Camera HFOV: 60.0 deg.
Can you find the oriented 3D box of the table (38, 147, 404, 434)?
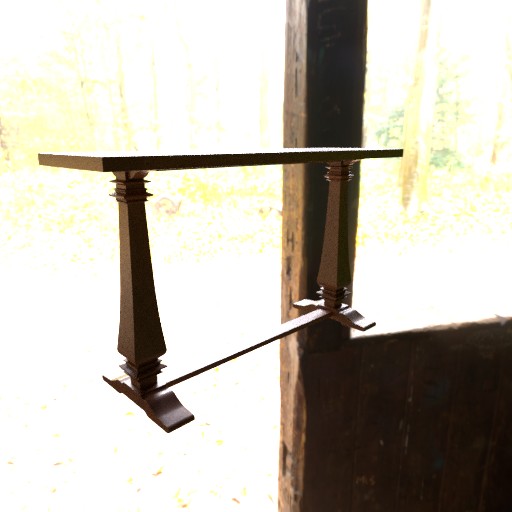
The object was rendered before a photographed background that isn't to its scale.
[{"bbox_3d":[0.000,0.000,1.840,1.478,0.852,0.461,-14,20,-42],"label":"table"}]
